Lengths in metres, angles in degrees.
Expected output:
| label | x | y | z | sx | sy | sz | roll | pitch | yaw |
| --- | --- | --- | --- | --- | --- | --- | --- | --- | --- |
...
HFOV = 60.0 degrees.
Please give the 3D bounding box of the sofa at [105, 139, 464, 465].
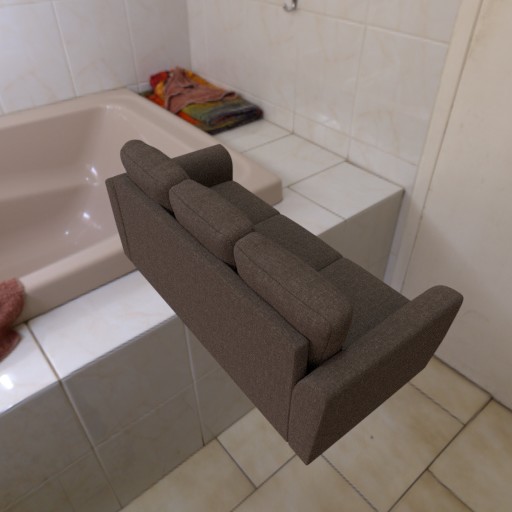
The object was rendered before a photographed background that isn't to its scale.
| label | x | y | z | sx | sy | sz | roll | pitch | yaw |
| --- | --- | --- | --- | --- | --- | --- | --- | --- | --- |
| sofa | 0.000 | 0.000 | 2.346 | 0.837 | 0.891 | 1.847 | -26 | 46 | -28 |
